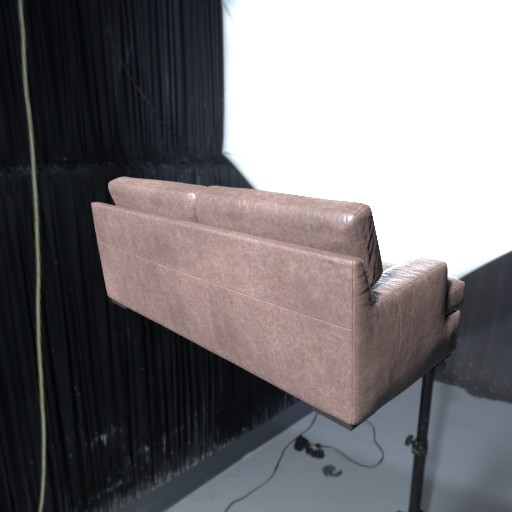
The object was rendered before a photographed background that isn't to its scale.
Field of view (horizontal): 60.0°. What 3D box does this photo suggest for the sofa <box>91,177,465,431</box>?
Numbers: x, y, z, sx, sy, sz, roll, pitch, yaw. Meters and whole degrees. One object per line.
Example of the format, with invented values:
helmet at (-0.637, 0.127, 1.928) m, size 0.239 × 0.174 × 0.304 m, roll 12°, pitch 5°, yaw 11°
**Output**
sofa at (0.000, 0.000, 2.794) m, size 1.143 × 0.941 × 2.261 m, roll -14°, pitch 20°, yaw -42°
